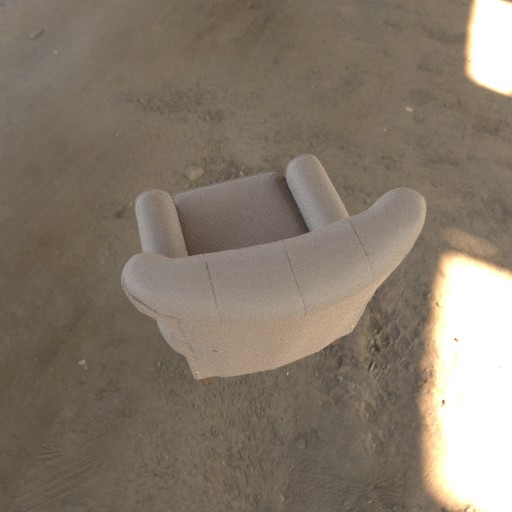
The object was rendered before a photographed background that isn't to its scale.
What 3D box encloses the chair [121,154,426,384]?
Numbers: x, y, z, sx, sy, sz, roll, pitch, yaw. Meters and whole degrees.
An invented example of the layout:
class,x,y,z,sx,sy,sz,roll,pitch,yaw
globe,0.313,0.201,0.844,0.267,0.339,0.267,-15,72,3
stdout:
class,x,y,z,sx,sy,sz,roll,pitch,yaw
chair,0.000,0.000,1.927,0.999,1.138,1.041,-15,59,-9
